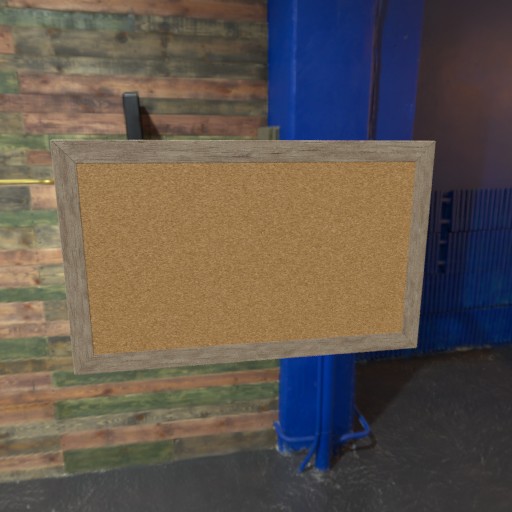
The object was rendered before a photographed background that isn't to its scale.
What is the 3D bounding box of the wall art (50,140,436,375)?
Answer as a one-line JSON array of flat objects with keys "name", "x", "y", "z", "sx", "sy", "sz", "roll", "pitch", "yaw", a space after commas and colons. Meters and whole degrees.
[{"name": "wall art", "x": 0.000, "y": 0.000, "z": 0.953, "sx": 0.780, "sy": 0.480, "sz": 0.021, "roll": -2, "pitch": 14, "yaw": -10}]
